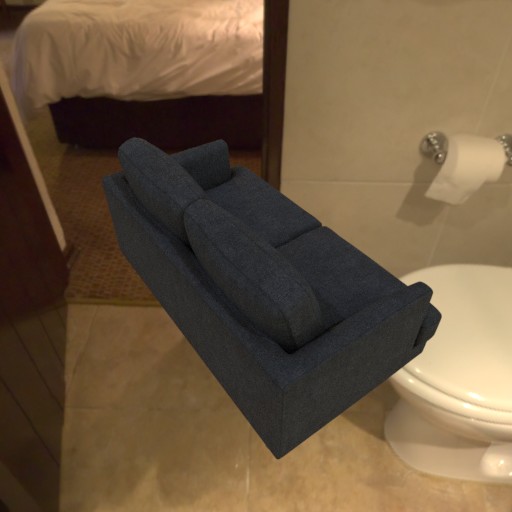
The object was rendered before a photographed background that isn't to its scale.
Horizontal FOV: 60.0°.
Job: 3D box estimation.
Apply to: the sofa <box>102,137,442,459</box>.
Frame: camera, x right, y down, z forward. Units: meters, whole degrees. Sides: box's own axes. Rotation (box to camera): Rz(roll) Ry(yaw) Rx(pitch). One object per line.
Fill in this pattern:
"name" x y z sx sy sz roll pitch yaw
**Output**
"sofa" 0.000 0.000 2.195 0.903 0.944 1.582 -26 48 -26
